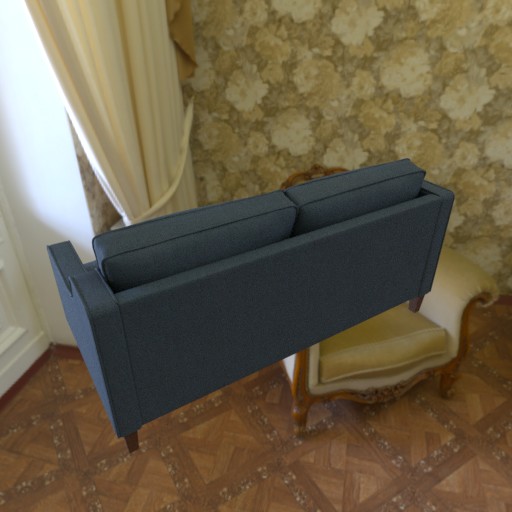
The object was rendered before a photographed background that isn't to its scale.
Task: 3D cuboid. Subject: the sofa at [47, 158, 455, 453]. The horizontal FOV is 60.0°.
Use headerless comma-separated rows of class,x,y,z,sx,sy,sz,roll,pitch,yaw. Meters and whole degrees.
sofa,0.000,0.000,2.724,2.178,1.071,1.066,-18,35,-28
